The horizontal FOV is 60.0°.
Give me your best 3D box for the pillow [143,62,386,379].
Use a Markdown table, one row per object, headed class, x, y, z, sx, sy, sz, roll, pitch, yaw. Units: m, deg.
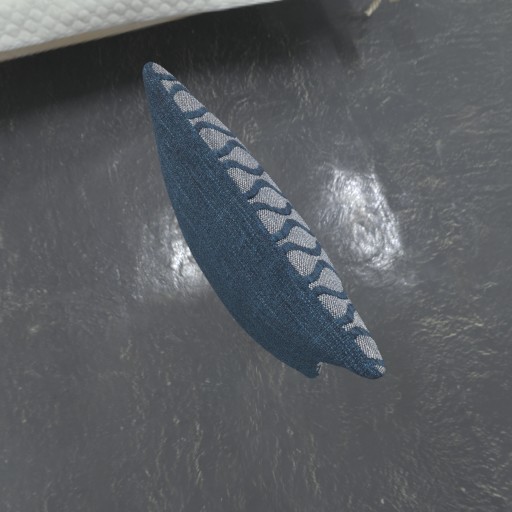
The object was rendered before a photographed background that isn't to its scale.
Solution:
| class | x | y | z | sx | sy | sz | roll | pitch | yaw |
| --- | --- | --- | --- | --- | --- | --- | --- | --- | --- |
| pillow | 0.000 | 0.000 | 0.673 | 0.159 | 0.435 | 0.435 | -35 | 76 | -10 |
